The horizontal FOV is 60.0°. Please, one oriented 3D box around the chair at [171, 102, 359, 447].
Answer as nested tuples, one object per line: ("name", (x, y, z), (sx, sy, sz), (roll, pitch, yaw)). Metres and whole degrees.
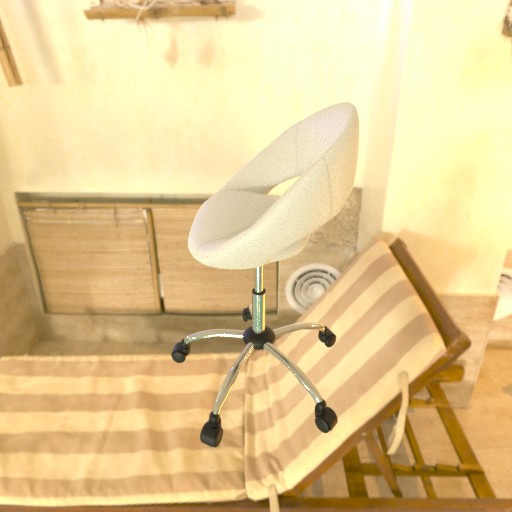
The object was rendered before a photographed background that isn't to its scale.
("chair", (0.000, 0.000, 1.205), (0.538, 0.791, 0.612), (0, 26, 0))
